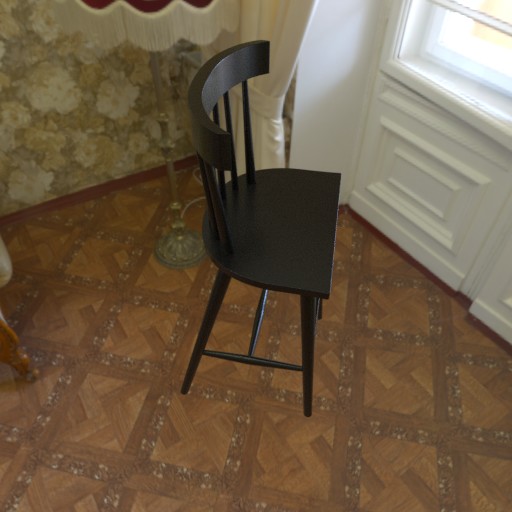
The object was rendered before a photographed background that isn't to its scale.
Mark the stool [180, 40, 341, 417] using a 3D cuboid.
[{"bbox_3d":[0.000,0.000,1.345,0.483,1.092,0.482,8,47,7],"label":"stool"}]
